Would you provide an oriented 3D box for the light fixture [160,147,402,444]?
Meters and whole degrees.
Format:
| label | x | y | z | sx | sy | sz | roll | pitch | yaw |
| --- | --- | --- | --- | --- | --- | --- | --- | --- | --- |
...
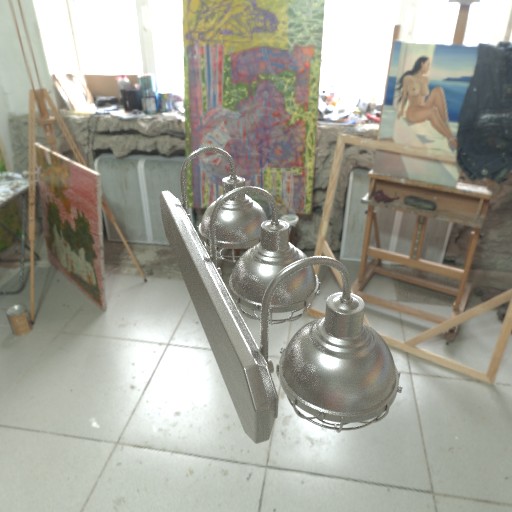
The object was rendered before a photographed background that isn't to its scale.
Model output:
| label | x | y | z | sx | sy | sz | roll | pitch | yaw |
| --- | --- | --- | --- | --- | --- | --- | --- | --- | --- |
| light fixture | 0.000 | 0.000 | 0.758 | 0.229 | 0.254 | 0.634 | -10 | 31 | -17 |
